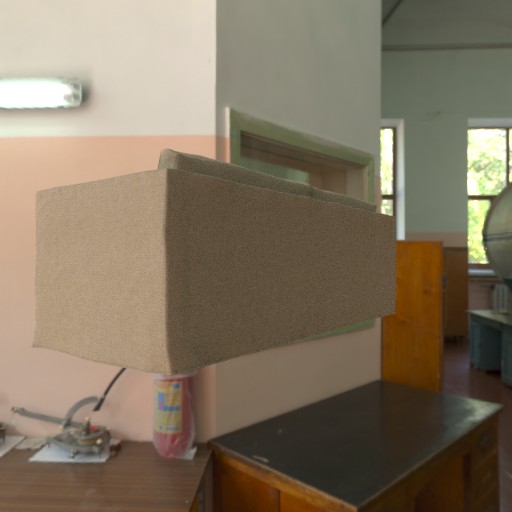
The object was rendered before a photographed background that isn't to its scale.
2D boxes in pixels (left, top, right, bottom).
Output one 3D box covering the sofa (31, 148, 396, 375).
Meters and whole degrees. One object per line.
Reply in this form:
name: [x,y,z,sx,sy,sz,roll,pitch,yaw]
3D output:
sofa: [0.000,0.000,2.688,0.956,0.847,2.296,0,0,37]
